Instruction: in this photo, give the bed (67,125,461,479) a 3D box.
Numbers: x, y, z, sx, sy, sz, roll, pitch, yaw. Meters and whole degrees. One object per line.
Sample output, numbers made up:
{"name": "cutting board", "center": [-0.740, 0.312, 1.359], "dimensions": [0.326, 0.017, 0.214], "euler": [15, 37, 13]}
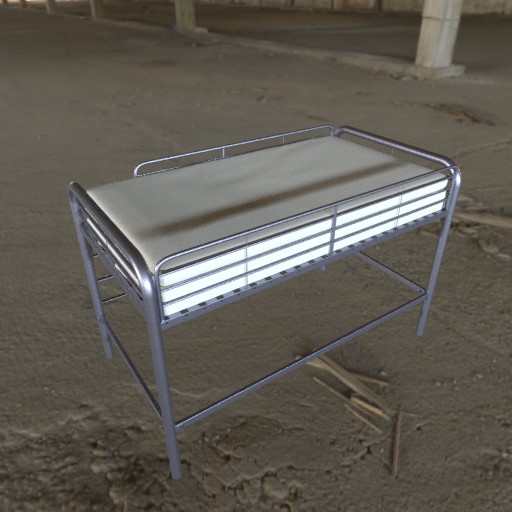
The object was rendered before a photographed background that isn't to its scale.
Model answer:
{"name": "bed", "center": [0.000, 0.000, 2.880], "dimensions": [1.965, 1.288, 1.415], "euler": [-20, 36, -29]}
